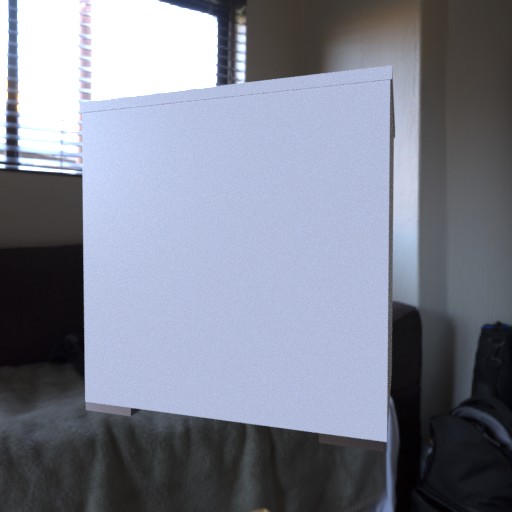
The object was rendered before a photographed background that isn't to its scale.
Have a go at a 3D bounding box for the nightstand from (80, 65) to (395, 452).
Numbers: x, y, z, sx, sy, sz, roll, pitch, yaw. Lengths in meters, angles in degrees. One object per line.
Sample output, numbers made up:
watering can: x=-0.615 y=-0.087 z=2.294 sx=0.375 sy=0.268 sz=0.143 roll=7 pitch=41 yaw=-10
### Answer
nightstand: x=0.000 y=0.000 z=0.749 sx=0.441 sy=0.460 sz=0.325 roll=1 pitch=2 yaw=18
